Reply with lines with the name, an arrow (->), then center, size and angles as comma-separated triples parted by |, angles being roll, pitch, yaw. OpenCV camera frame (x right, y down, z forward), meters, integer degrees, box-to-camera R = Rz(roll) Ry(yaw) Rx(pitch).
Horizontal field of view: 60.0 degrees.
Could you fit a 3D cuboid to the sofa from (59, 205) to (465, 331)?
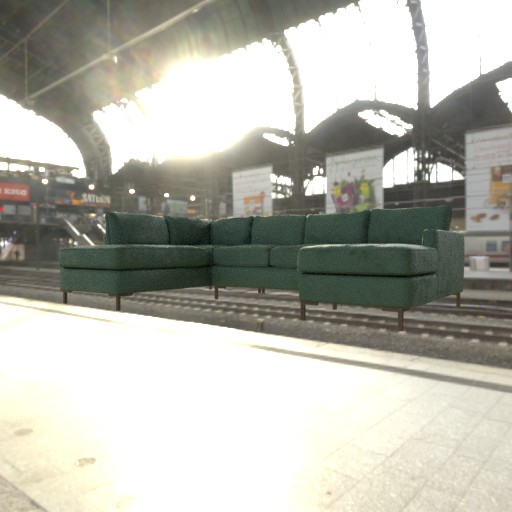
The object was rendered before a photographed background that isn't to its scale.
sofa -> 0.000, 0.000, 3.835 | 2.994, 0.861, 1.992 | 0, 1, 37
